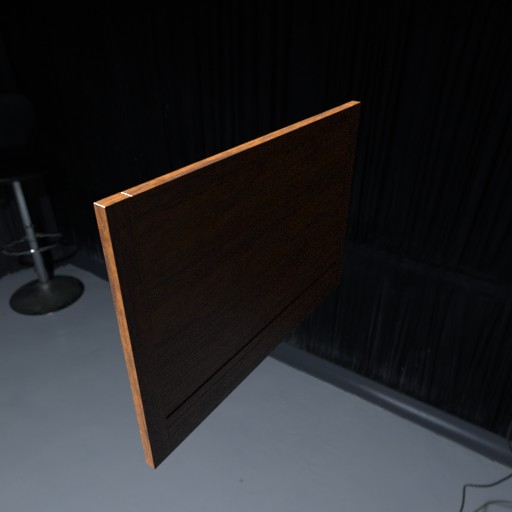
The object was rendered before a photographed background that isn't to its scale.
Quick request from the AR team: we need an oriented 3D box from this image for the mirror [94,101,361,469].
[{"bbox_3d":[0.000,0.000,0.975,0.084,0.537,0.758,20,36,30],"label":"mirror"}]
